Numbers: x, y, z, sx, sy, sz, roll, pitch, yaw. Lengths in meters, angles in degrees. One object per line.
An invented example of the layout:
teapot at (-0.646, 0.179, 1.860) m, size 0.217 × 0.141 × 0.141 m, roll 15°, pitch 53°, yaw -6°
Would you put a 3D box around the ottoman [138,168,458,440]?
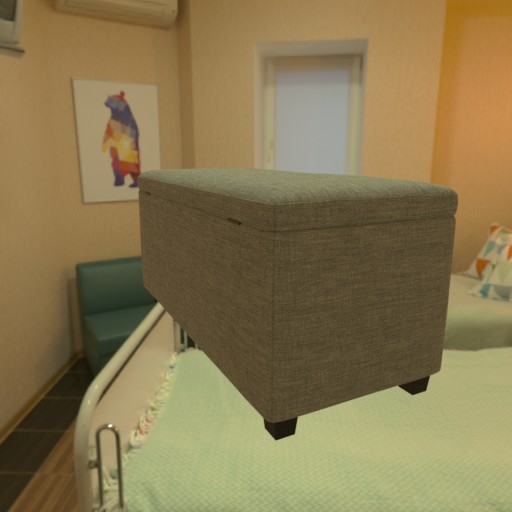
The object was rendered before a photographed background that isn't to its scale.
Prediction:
ottoman at (0.000, 0.000, 1.146) m, size 0.419 × 0.432 × 0.902 m, roll -7°, pitch 15°, yaw -26°
